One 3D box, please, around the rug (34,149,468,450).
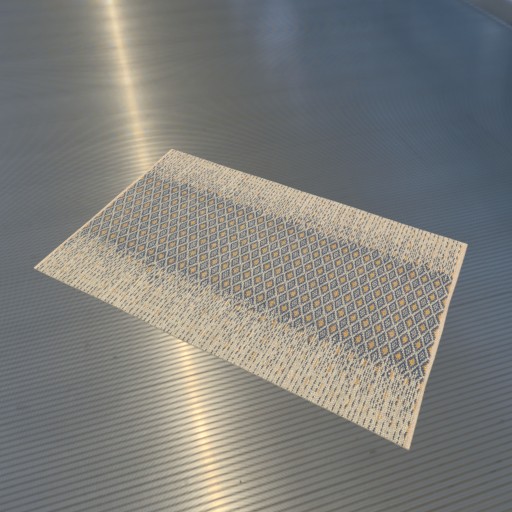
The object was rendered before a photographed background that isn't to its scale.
[{"bbox_3d":[0.000,0.000,2.944,2.448,0.008,1.541,21,51,19],"label":"rug"}]
